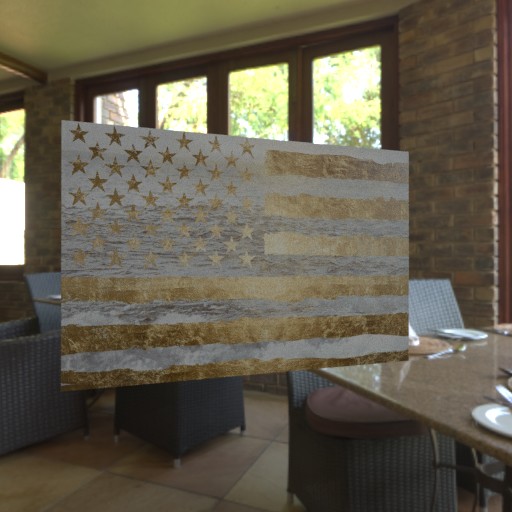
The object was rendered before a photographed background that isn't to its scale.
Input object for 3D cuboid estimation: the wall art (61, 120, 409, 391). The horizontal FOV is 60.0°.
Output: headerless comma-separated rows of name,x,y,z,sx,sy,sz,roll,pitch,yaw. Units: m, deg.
wall art,0.000,0.000,1.157,0.932,0.610,0.027,0,0,-19
